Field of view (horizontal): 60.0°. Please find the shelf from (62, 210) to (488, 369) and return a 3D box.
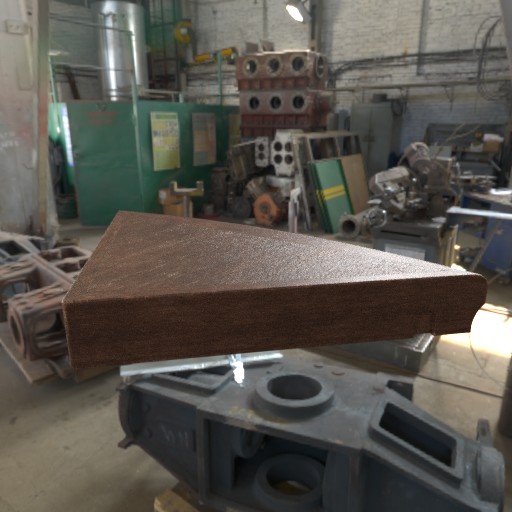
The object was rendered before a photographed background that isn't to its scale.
[{"bbox_3d":[0.000,0.000,0.464,0.310,0.050,0.310,-3,18,-9],"label":"shelf"}]
